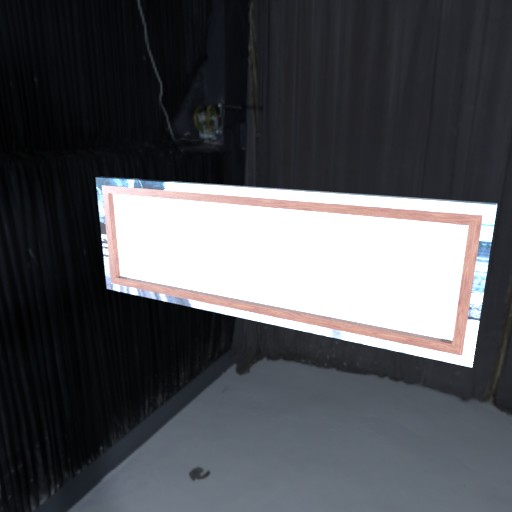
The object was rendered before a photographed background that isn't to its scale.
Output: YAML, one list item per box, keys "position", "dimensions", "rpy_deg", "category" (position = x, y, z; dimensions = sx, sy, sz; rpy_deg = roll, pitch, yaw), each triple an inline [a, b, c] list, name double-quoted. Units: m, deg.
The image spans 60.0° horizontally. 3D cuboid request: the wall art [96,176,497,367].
- position: [0.000, 0.000, 1.652]
  dimensions: [1.524, 0.509, 0.037]
  rpy_deg: [8, 18, 26]
  category: "wall art"
